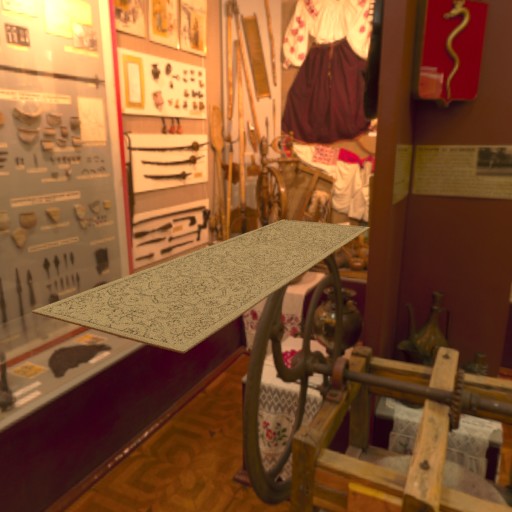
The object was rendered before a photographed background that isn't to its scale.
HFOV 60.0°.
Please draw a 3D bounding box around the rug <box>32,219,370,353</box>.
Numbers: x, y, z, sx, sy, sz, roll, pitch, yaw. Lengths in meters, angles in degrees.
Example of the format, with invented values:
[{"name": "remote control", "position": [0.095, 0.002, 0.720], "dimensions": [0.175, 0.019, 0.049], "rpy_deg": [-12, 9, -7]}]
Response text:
[{"name": "rug", "position": [0.000, 0.000, 2.666], "dimensions": [0.769, 0.012, 2.448], "rpy_deg": [8, 16, 27]}]
